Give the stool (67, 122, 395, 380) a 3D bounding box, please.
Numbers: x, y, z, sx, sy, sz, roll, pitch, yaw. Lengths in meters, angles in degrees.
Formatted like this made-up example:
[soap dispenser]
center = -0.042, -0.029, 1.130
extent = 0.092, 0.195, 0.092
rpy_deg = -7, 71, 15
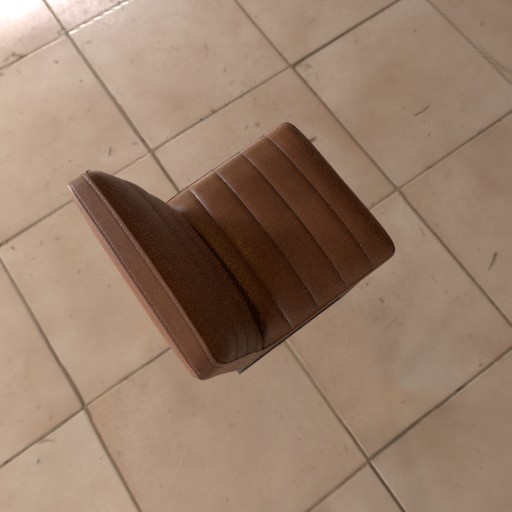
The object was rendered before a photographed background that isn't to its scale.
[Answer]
[stool]
center = 0.000, 0.000, 1.224
extent = 0.556, 0.940, 0.458
rpy_deg = -35, 78, -9
